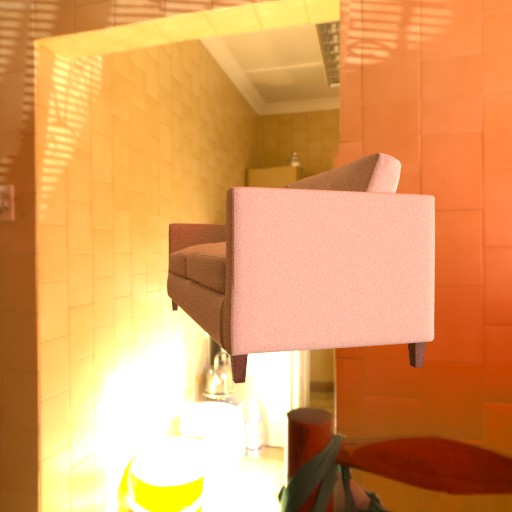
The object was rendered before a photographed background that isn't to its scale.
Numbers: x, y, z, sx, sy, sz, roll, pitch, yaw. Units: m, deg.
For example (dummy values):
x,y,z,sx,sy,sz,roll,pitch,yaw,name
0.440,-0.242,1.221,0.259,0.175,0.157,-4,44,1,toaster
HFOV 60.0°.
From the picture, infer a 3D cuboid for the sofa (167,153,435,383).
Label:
x,y,z,sx,sy,sz,roll,pitch,yaw,name
0.000,0.000,2.903,0.951,0.962,2.361,0,1,-17,sofa
